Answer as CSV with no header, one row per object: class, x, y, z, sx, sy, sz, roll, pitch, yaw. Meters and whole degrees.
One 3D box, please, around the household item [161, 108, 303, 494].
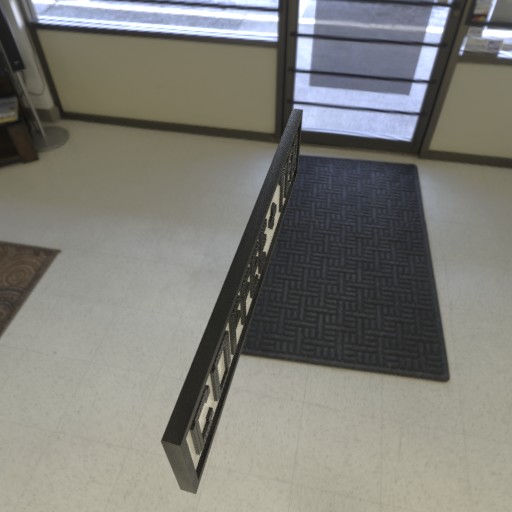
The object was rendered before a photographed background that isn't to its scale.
household item,0.000,0.000,1.061,0.030,0.236,1.001,11,48,10
